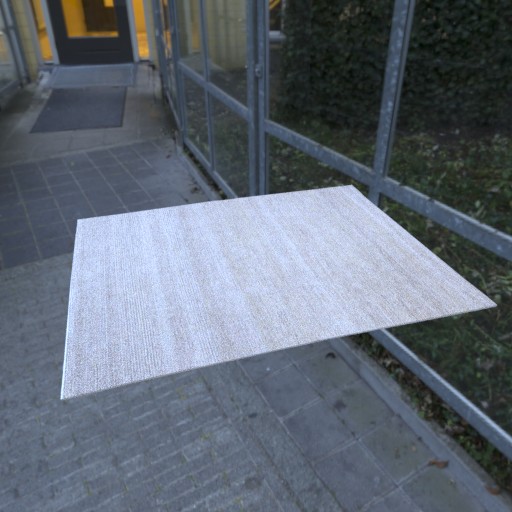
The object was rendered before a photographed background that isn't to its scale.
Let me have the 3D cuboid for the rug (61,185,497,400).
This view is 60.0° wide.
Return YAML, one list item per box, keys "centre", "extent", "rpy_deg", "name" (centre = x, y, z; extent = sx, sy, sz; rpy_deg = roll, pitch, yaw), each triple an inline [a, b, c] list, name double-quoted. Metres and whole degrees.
- centre: [0.000, 0.000, 4.098]
  extent: [3.245, 0.046, 2.467]
  rpy_deg: [-9, 34, -14]
  name: "rug"
